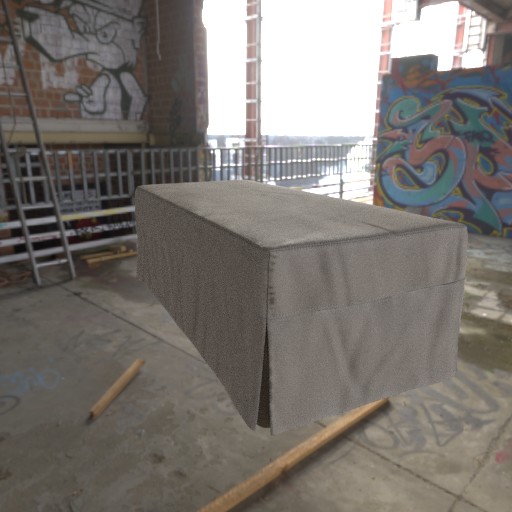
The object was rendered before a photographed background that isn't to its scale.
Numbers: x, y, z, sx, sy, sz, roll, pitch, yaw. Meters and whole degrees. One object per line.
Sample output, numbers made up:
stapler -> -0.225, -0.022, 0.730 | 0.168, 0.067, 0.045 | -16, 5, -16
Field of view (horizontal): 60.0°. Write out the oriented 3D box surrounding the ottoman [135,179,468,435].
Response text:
ottoman -> 0.000, 0.000, 1.675 | 0.665, 0.457, 1.388 | -7, 17, -25
